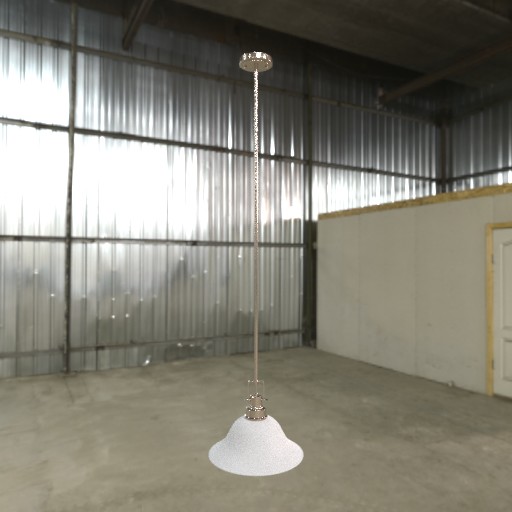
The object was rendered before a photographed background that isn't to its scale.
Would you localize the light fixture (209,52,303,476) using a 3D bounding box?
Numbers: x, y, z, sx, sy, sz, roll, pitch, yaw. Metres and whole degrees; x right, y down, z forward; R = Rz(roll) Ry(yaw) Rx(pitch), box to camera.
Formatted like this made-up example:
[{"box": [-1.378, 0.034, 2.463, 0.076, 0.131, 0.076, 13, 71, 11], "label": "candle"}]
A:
[{"box": [0.000, 0.000, 1.525, 0.324, 1.354, 0.324, 0, 0, 1], "label": "light fixture"}]
